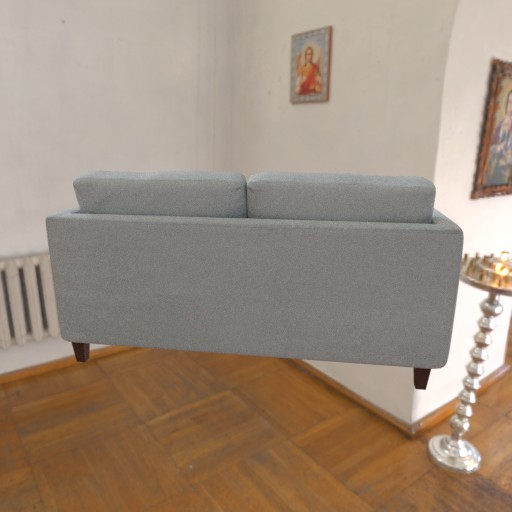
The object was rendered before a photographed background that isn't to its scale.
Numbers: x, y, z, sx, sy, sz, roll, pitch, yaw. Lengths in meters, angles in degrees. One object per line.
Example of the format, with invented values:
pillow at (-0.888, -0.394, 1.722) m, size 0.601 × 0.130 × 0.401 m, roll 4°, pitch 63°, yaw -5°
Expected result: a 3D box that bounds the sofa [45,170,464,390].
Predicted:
sofa at (0.000, 0.000, 2.438) m, size 1.884 × 0.963 × 0.950 m, roll 2°, pitch 16°, yaw 8°
